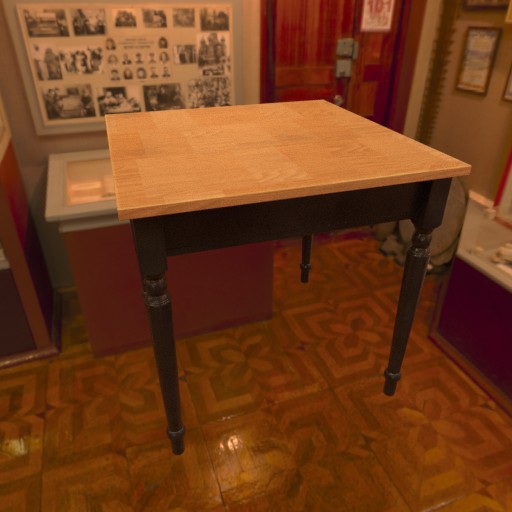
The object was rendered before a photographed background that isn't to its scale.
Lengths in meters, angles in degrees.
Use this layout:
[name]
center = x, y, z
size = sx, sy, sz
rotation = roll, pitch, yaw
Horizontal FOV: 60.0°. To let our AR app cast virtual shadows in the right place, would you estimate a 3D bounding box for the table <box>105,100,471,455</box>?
[table]
center = 0.000, 0.000, 1.359
size = 0.747, 0.738, 0.747
rotation = -9, 32, -15
